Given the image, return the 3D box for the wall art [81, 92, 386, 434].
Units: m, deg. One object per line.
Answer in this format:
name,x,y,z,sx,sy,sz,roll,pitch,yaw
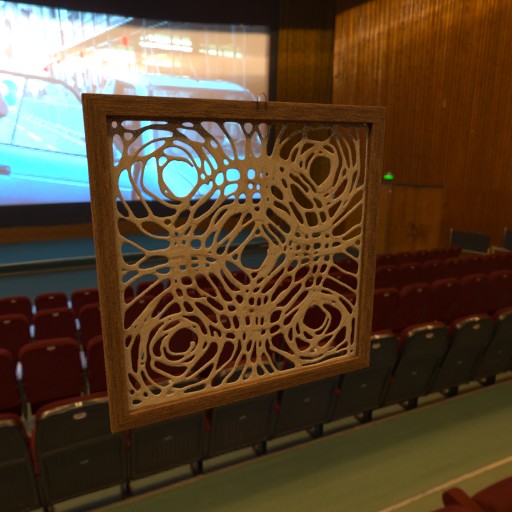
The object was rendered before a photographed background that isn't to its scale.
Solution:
wall art,0.000,0.000,0.826,0.561,0.576,0.021,-7,15,-25
